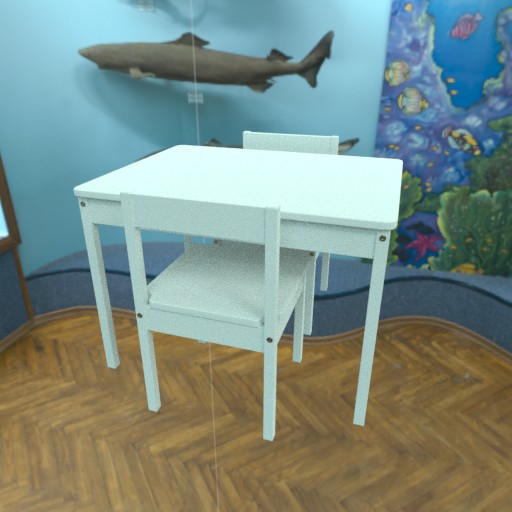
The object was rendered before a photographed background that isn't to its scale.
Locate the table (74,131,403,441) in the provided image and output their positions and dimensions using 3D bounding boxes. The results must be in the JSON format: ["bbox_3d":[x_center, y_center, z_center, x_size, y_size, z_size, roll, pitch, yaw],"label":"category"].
[{"bbox_3d":[0.000,0.000,1.127,0.650,0.503,0.672,8,26,16],"label":"table"}]
